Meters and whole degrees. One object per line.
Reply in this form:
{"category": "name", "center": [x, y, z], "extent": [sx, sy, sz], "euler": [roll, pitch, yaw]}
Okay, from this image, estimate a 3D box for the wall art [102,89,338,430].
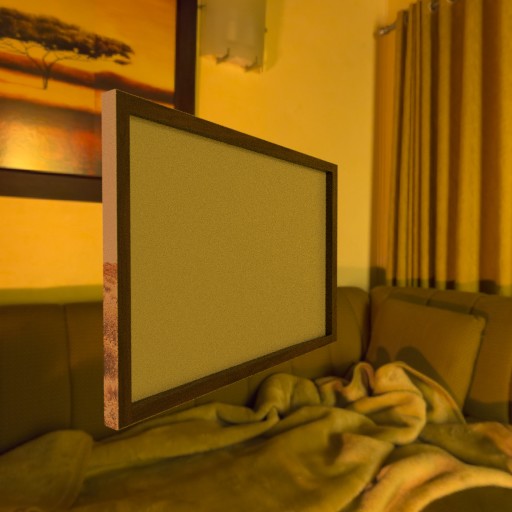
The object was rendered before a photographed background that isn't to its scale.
{"category": "wall art", "center": [0.000, 0.000, 1.463], "extent": [0.051, 0.761, 1.138], "euler": [1, 2, 35]}
